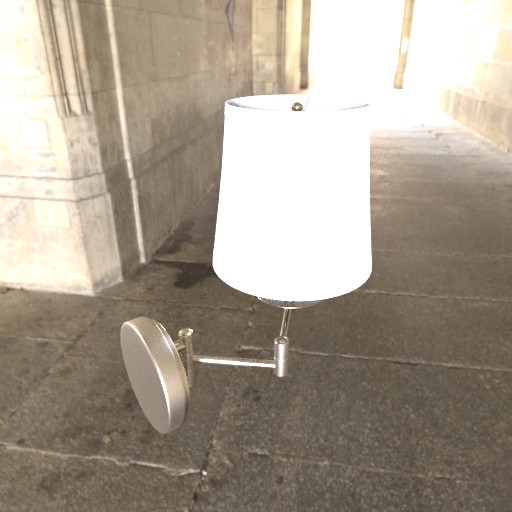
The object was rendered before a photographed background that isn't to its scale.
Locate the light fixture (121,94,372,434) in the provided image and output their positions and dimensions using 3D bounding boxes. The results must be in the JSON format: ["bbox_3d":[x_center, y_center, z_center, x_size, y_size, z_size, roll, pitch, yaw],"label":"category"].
[{"bbox_3d":[0.000,0.000,0.589,0.348,0.381,0.223,-17,31,-32],"label":"light fixture"}]
